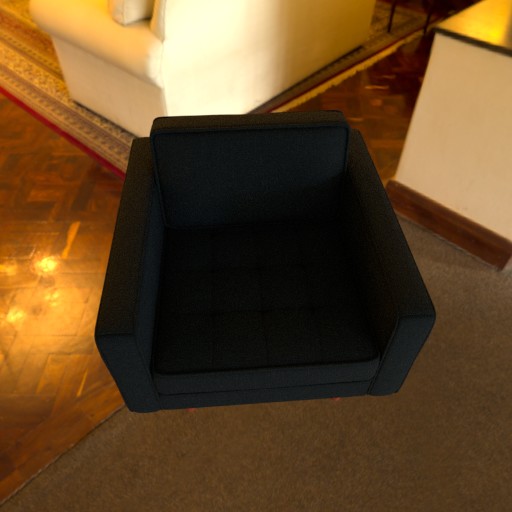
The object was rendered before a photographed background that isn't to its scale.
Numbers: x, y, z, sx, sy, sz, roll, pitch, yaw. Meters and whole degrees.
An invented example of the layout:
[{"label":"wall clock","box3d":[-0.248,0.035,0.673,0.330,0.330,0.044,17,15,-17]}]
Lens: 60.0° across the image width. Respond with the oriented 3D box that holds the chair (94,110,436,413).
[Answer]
[{"label":"chair","box3d":[0.000,0.000,1.559,0.899,0.770,0.920,-3,48,-3]}]
